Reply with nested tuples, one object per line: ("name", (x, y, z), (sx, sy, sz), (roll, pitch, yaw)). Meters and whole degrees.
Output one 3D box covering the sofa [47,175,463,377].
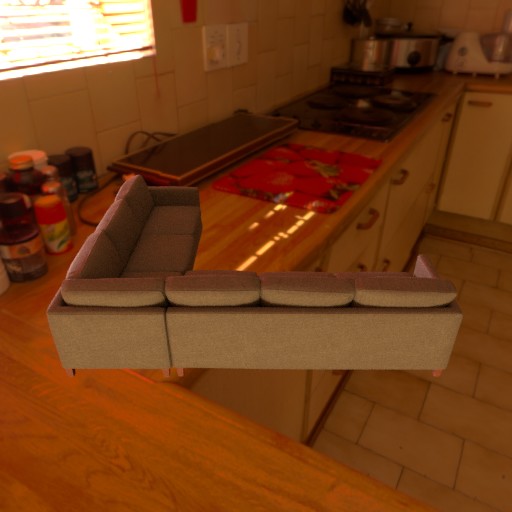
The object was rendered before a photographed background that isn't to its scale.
("sofa", (0.000, 0.000, 4.640), (3.302, 0.947, 2.593), (0, 31, 0))
